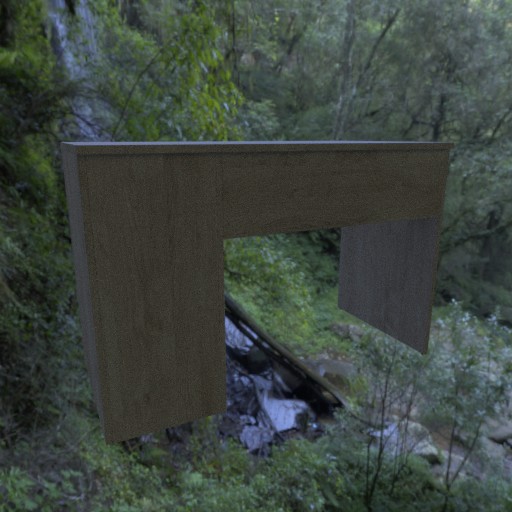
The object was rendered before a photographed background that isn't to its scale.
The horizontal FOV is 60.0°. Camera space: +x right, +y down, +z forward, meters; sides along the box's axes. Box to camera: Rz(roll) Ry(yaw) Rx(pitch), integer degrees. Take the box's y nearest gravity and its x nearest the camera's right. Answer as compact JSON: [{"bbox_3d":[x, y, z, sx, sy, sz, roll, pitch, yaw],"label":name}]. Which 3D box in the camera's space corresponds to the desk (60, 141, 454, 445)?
[{"bbox_3d":[0.000,0.000,1.479,1.097,0.735,0.560,-7,17,-25],"label":"desk"}]
